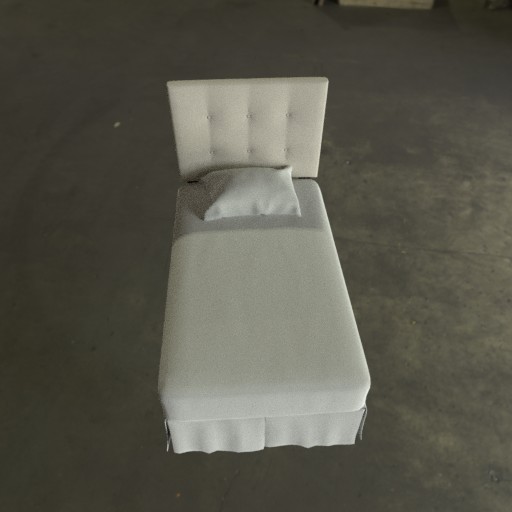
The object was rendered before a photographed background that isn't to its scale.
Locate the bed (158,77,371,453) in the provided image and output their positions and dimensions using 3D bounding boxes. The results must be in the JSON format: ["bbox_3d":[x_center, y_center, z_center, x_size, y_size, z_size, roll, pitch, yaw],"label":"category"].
[{"bbox_3d":[0.000,0.000,2.982,1.261,1.571,1.997,-2,46,-2],"label":"bed"}]
